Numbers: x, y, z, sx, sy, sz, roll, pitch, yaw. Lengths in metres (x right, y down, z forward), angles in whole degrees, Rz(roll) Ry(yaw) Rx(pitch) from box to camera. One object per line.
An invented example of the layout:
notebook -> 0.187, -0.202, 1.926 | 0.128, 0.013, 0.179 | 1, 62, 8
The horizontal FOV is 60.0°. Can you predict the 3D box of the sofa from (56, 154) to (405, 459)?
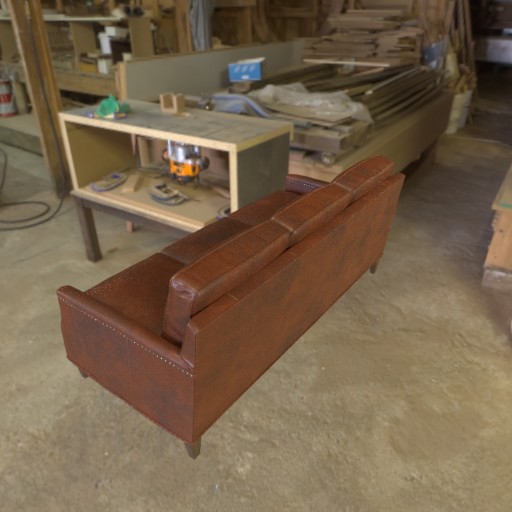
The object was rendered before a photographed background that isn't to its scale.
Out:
sofa -> 0.000, 0.000, 2.867 | 1.084, 1.003, 2.240 | 21, 36, 31
